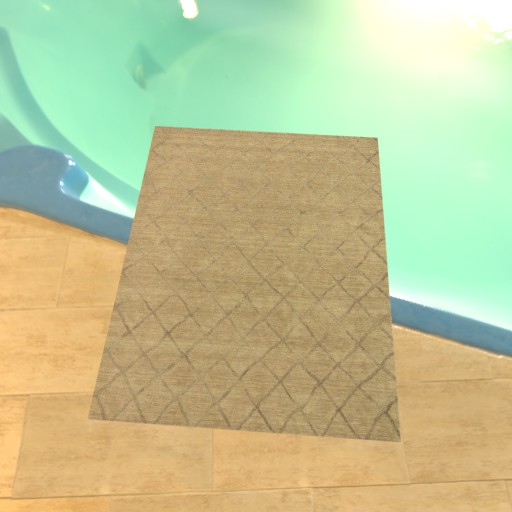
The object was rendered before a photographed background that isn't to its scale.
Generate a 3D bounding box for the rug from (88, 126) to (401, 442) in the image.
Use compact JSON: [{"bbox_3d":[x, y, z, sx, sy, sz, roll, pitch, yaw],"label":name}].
[{"bbox_3d":[0.000,0.000,4.111,2.420,0.019,3.038,3,63,2],"label":"rug"}]
